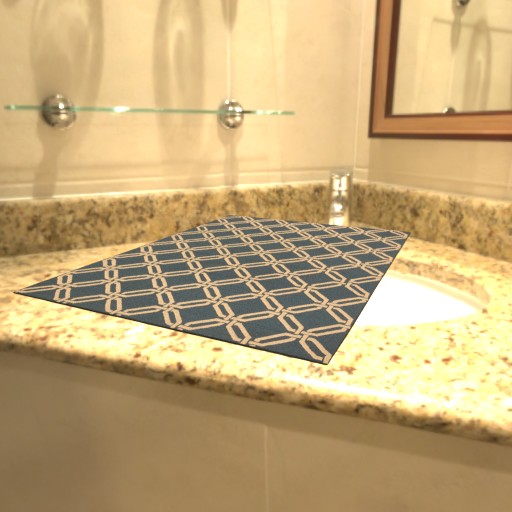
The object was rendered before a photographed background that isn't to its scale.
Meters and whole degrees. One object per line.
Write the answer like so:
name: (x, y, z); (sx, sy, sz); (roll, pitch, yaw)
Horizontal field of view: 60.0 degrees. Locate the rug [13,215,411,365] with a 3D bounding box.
rug: (0.000, 0.000, 4.252); (2.432, 0.018, 3.342); (8, 18, 25)
